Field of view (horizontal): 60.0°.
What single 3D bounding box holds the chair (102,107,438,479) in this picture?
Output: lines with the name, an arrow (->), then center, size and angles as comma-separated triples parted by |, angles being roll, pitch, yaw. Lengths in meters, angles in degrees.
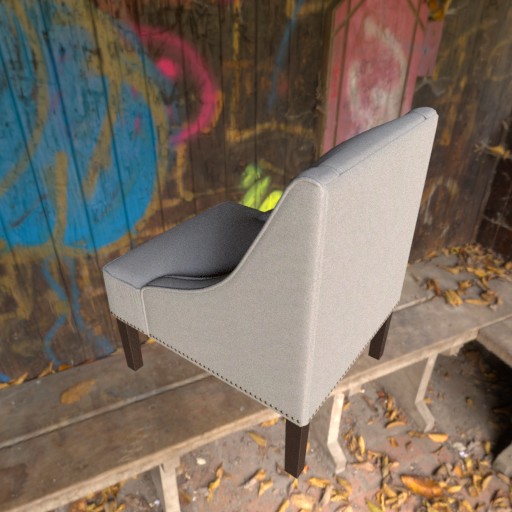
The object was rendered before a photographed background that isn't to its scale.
chair -> 0.000, 0.000, 1.352 | 0.747, 0.867, 0.631 | 21, 38, 30
